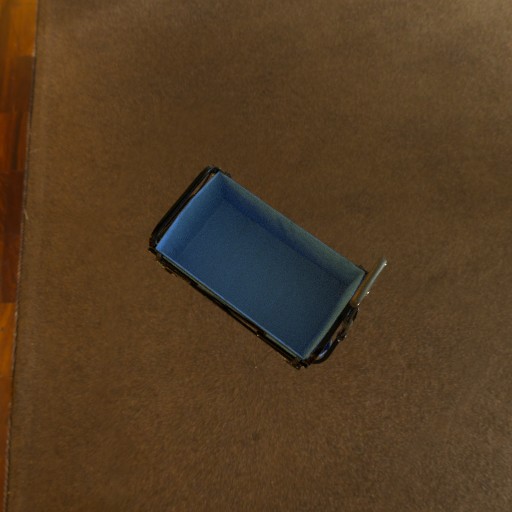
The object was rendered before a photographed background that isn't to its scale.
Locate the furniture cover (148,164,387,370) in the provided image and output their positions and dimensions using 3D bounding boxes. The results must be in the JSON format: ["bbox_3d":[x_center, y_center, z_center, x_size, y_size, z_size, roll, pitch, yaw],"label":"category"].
[{"bbox_3d":[0.000,0.000,1.830,1.038,1.295,0.532,36,79,8],"label":"furniture cover"}]
